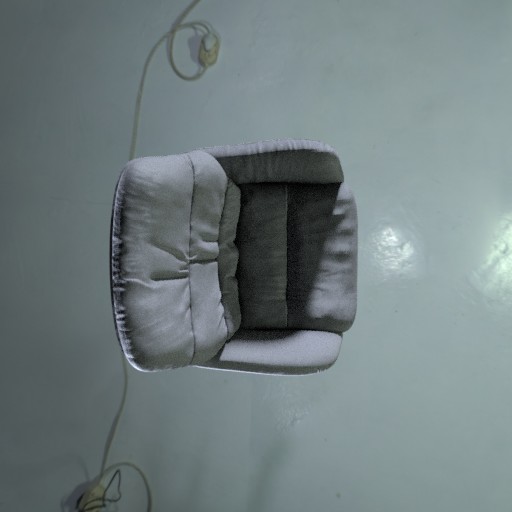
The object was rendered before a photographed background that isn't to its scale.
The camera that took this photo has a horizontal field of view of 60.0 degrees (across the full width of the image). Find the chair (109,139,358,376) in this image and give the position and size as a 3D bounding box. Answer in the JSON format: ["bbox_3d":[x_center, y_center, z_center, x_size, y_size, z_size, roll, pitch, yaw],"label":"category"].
[{"bbox_3d":[0.000,0.000,1.236,0.569,0.888,0.579,0,92,0],"label":"chair"}]
